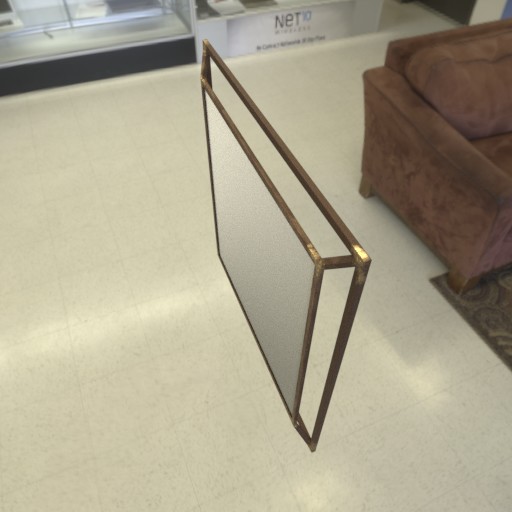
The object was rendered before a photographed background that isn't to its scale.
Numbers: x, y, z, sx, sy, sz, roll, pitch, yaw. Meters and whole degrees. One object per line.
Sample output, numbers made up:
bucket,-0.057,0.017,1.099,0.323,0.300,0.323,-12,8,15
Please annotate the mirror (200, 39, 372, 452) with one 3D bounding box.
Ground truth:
mirror,0.000,0.000,0.892,0.032,0.610,0.610,-16,50,-14
